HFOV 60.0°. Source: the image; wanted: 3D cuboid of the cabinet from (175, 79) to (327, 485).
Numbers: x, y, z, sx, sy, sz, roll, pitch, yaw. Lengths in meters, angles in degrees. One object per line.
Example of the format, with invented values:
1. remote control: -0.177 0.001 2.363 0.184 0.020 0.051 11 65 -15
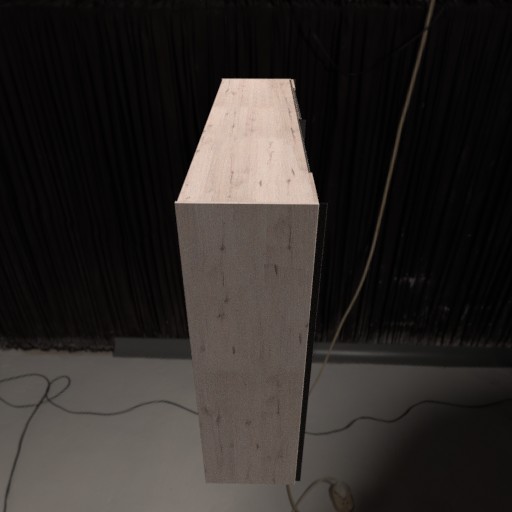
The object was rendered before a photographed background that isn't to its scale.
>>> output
1. cabinet: 0.000 0.000 3.552 0.660 2.180 2.500 1 33 1
